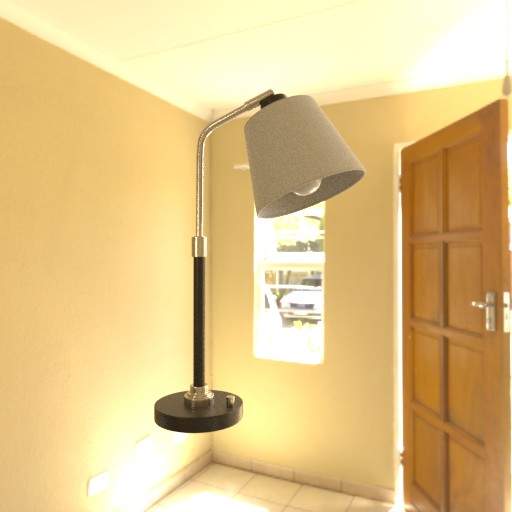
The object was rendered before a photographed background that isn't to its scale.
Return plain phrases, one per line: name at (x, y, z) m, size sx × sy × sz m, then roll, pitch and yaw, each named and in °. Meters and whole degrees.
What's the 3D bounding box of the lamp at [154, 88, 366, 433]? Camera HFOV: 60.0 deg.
lamp at (0.000, 0.000, 0.718) m, size 0.348 × 0.539 × 0.181 m, roll 0°, pitch -1°, yaw 17°
